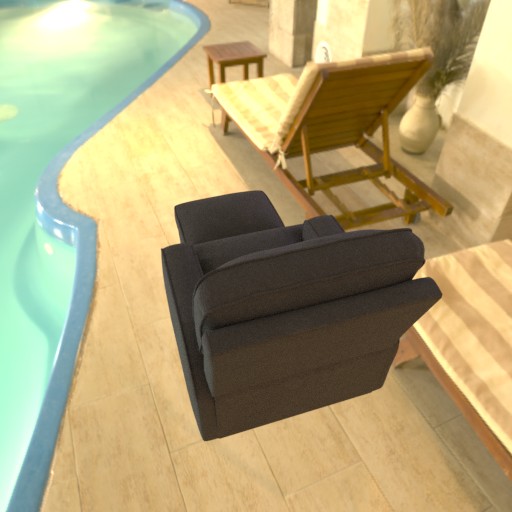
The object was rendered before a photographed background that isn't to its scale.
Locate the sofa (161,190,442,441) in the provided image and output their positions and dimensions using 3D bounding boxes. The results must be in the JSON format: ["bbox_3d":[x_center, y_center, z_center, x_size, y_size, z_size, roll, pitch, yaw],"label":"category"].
[{"bbox_3d":[0.000,0.000,2.042,0.861,0.959,1.472,-12,43,-13],"label":"sofa"}]
